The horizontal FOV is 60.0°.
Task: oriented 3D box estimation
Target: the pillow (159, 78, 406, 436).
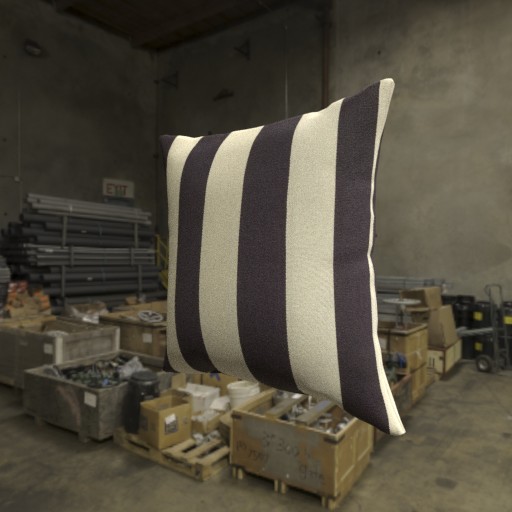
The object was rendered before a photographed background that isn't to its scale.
[{"bbox_3d":[0.000,0.000,0.803,0.536,0.526,0.189,0,0,37],"label":"pillow"}]
